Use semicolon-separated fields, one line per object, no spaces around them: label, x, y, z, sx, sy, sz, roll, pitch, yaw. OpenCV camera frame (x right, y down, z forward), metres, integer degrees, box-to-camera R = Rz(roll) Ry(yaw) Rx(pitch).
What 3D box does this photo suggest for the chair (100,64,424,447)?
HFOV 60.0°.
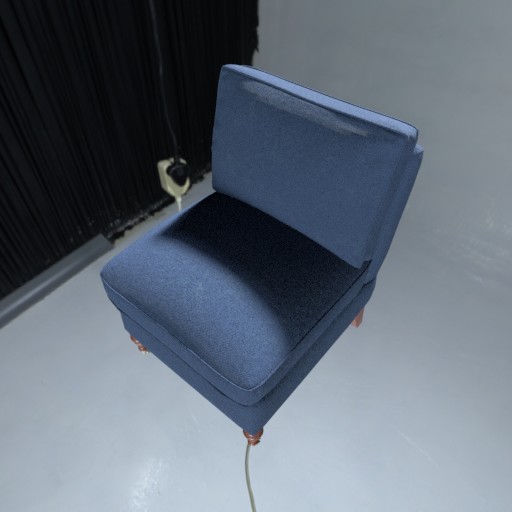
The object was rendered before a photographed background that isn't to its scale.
chair;0.000;0.000;1.619;0.724;1.052;0.912;31;54;26
